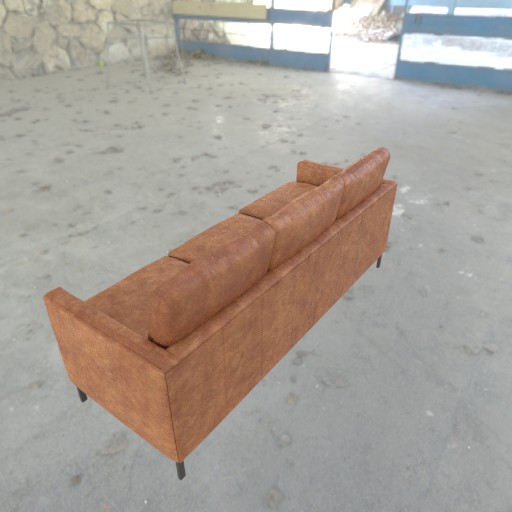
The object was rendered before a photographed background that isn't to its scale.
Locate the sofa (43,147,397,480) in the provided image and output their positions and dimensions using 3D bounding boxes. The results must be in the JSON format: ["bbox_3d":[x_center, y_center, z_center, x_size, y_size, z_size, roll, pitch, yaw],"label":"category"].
[{"bbox_3d":[0.000,0.000,2.377,0.748,0.863,2.029,21,37,31],"label":"sofa"}]
